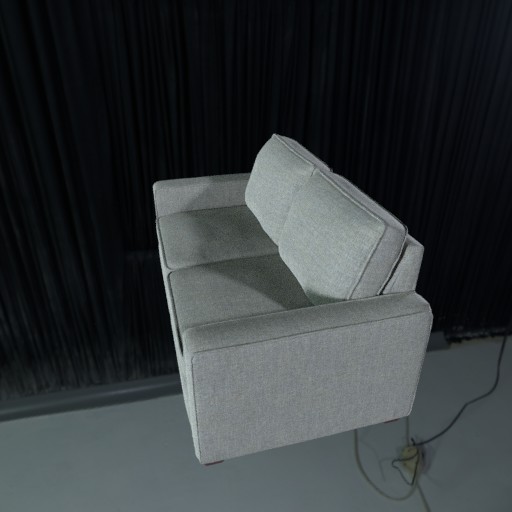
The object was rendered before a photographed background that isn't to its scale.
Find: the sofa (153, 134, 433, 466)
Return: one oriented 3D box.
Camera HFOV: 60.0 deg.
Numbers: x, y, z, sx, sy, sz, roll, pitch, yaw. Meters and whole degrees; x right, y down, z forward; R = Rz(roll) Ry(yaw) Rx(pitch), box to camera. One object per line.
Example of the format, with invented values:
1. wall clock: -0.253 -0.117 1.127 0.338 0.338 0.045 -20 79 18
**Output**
1. sofa: 0.000 0.000 2.307 0.945 0.915 1.706 -8 30 -13
